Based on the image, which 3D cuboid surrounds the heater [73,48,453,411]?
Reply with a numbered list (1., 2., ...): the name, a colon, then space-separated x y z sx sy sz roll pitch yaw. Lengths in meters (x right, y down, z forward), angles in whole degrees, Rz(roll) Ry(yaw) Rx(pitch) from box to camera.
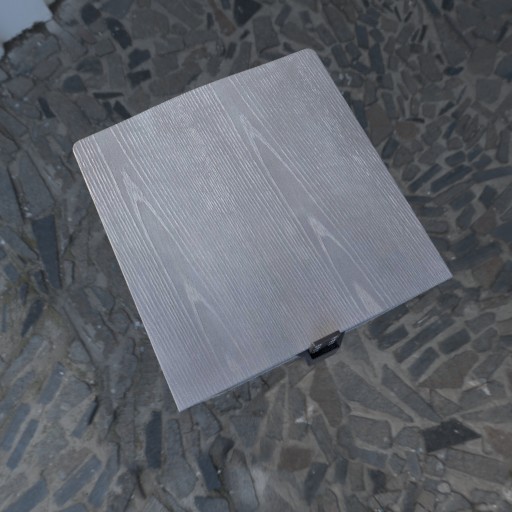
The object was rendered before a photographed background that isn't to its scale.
1. heater: 0.000 0.000 0.759 0.362 0.481 0.400 -25 76 -7
